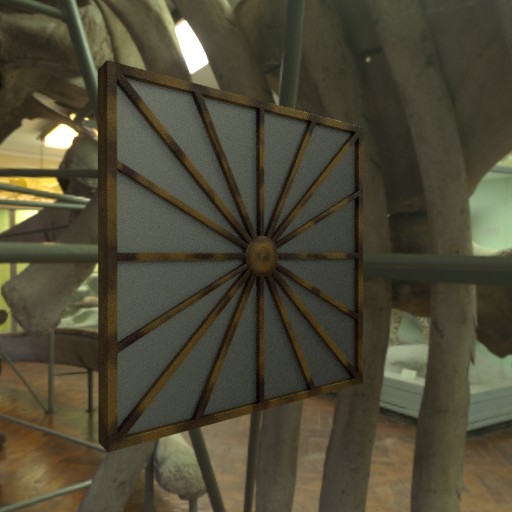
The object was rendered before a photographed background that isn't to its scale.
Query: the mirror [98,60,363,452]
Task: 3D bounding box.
[{"bbox_3d":[0.000,0.000,0.739,0.509,0.507,0.042,0,0,-37],"label":"mirror"}]
